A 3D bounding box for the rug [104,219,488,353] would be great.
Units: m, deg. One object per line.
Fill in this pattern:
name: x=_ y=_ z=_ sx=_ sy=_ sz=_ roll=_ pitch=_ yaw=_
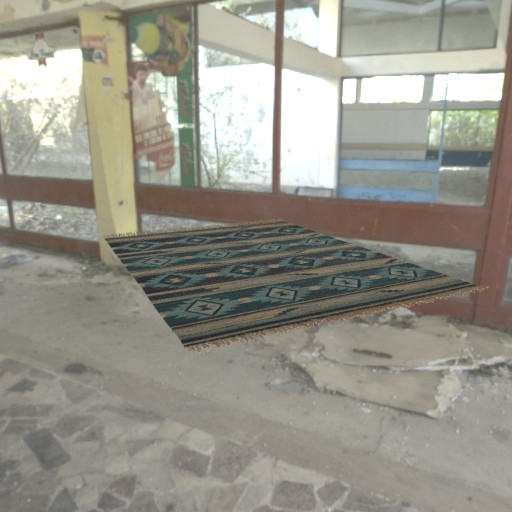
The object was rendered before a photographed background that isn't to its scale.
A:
rug: x=0.000 y=0.000 z=4.331 sx=2.418 sy=0.047 sz=3.307 roll=-7 pitch=17 yaw=-25
